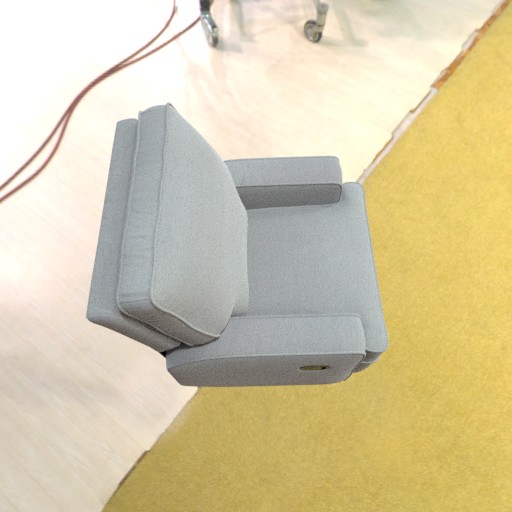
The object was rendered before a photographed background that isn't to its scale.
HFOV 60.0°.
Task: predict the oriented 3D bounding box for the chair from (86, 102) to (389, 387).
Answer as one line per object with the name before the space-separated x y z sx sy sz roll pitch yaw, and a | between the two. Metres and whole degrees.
chair | 0.000 0.000 1.723 0.969 0.964 0.861 -1 63 -1
